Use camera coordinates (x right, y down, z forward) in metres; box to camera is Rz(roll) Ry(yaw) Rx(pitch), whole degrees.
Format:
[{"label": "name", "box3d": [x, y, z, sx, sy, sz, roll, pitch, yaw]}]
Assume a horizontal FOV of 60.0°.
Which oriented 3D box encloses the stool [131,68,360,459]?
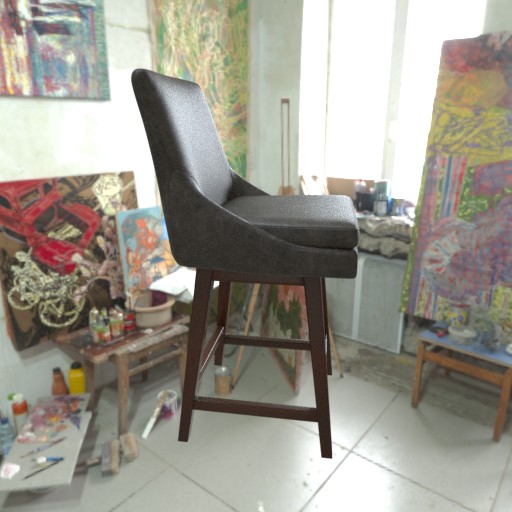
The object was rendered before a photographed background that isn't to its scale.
[{"label": "stool", "box3d": [0.000, 0.000, 1.369, 0.587, 1.046, 0.492, 3, 17, 9]}]
